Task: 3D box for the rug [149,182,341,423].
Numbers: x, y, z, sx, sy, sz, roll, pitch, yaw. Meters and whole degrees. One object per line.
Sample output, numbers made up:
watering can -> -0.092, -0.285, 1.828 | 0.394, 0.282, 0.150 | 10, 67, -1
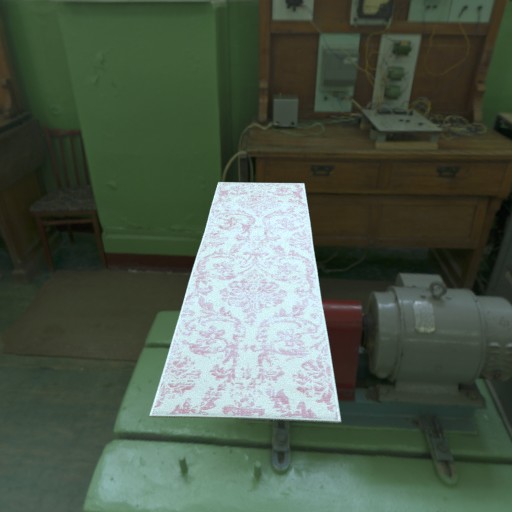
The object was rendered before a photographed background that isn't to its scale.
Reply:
rug -> 0.000, 0.000, 2.463 | 0.662, 0.011, 2.196 | 1, 31, 2
